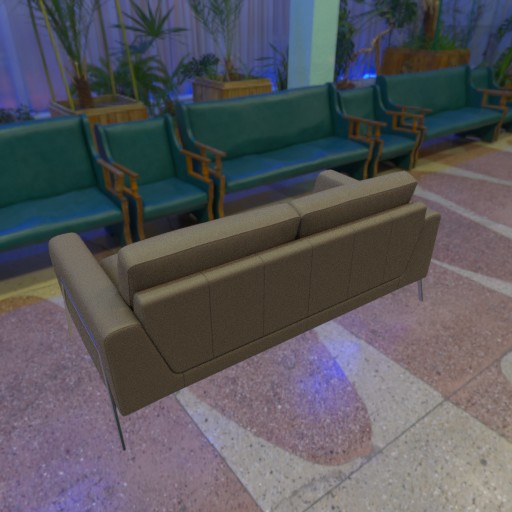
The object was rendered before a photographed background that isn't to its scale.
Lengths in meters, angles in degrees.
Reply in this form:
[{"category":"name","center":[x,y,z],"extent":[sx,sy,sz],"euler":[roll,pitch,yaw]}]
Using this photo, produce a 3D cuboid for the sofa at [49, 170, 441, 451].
[{"category":"sofa","center":[0.000,0.000,2.536],"extent":[2.017,0.875,0.953],"euler":[-18,35,-29]}]
